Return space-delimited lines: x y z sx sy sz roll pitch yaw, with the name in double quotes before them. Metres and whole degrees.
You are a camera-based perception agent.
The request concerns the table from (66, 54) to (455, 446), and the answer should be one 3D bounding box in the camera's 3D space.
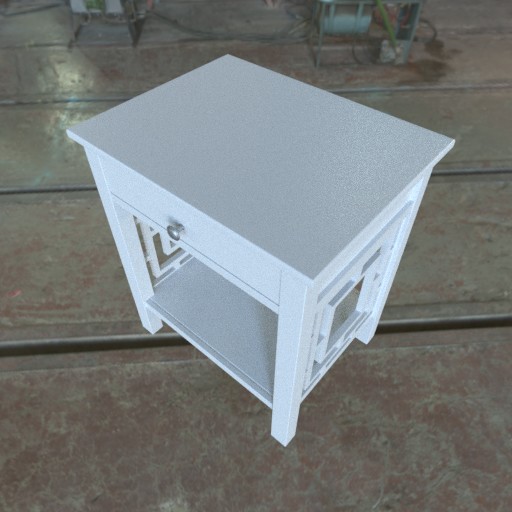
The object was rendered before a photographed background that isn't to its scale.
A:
"table" 0.000 0.000 1.044 0.564 0.646 0.451 32 55 26
